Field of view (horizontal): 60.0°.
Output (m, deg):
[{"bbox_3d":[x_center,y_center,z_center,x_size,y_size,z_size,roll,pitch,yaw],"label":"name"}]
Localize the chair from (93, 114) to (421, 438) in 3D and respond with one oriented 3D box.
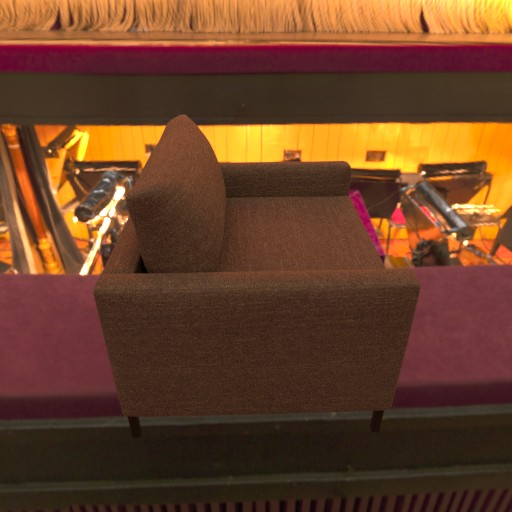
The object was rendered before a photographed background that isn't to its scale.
[{"bbox_3d":[0.000,0.000,1.582,0.845,0.841,0.940,-1,32,-1],"label":"chair"}]
